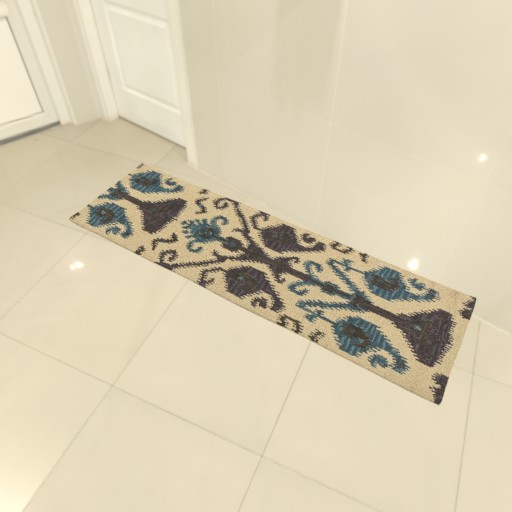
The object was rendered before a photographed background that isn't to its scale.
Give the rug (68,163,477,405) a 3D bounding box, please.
[{"bbox_3d":[0.000,0.000,2.531,2.301,0.017,0.692,24,52,21],"label":"rug"}]
